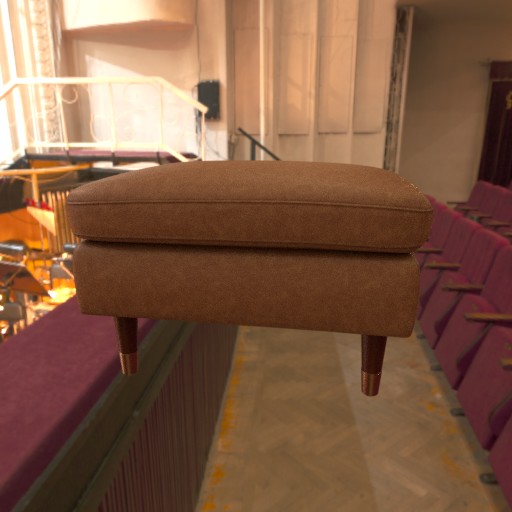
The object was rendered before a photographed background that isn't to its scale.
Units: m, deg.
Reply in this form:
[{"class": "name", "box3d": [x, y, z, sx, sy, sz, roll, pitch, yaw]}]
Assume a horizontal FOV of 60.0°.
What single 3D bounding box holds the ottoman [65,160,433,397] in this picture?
[{"class": "ottoman", "box3d": [0.000, 0.000, 1.141, 0.747, 0.478, 0.593, 2, 16, 9]}]
